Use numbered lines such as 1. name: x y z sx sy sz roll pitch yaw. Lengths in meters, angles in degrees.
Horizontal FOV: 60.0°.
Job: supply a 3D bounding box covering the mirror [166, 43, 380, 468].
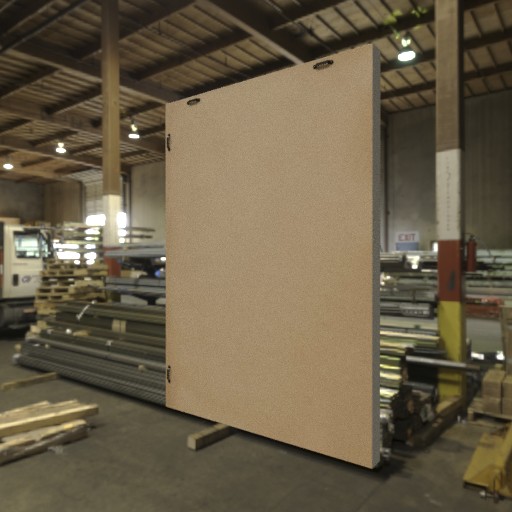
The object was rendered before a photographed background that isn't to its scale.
1. mirror: 0.000 0.000 0.902 0.507 0.710 0.040 0 0 37
